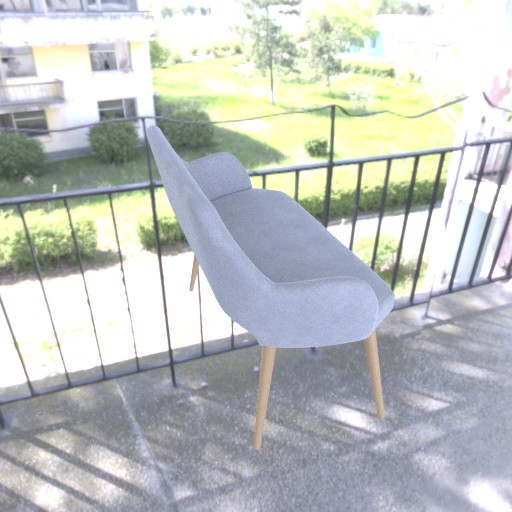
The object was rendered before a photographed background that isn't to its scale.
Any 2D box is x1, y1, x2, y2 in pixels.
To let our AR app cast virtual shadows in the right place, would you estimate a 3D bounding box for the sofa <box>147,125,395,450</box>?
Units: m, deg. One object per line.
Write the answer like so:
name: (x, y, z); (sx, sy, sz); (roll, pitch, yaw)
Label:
sofa: (0.000, 0.000, 1.645); (0.610, 0.840, 1.150); (-10, 32, -17)
